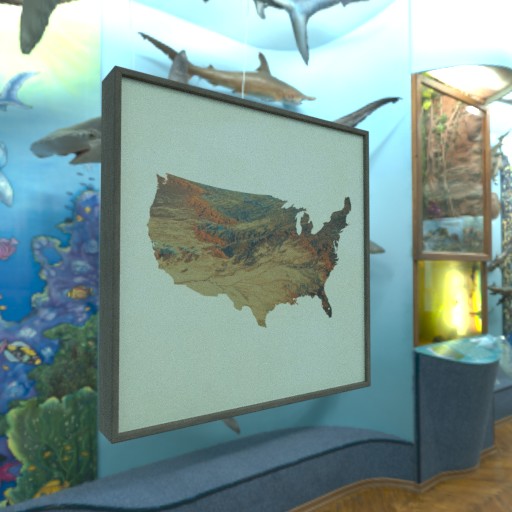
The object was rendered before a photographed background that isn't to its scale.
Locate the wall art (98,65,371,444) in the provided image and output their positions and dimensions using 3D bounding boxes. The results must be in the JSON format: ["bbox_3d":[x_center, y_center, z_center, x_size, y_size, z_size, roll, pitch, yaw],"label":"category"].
[{"bbox_3d":[0.000,0.000,0.454,0.303,0.302,0.038,1,-2,-35],"label":"wall art"}]
